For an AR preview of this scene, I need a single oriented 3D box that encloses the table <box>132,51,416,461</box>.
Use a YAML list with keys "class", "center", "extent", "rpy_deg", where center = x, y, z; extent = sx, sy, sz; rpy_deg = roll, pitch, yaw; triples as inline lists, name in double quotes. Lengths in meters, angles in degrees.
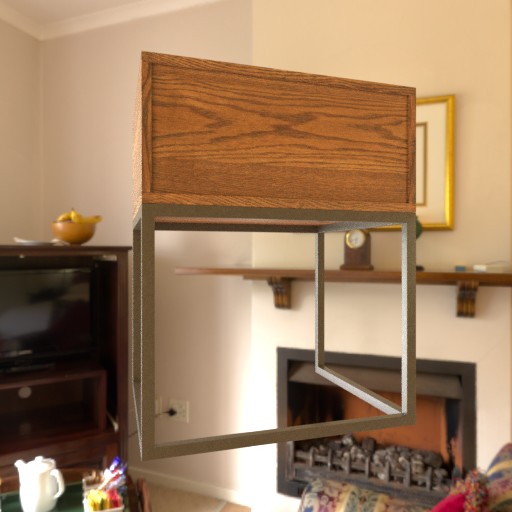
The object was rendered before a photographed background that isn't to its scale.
- class: "table"
  center: [0.000, 0.000, 0.920]
  extent: [0.482, 0.610, 0.400]
  rpy_deg: [0, 0, -17]
